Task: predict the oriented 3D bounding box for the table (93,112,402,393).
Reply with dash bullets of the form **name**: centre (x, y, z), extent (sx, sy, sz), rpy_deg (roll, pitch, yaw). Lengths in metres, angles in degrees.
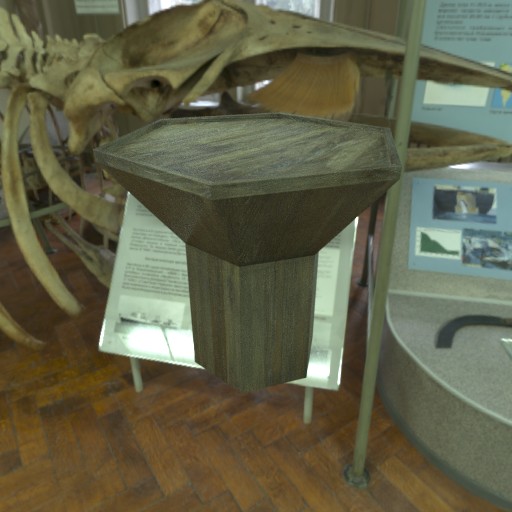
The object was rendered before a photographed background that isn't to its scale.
- **table**: centre (0.000, 0.000, 1.111), extent (0.683, 0.586, 0.592), rpy_deg (-9, 28, -16)
